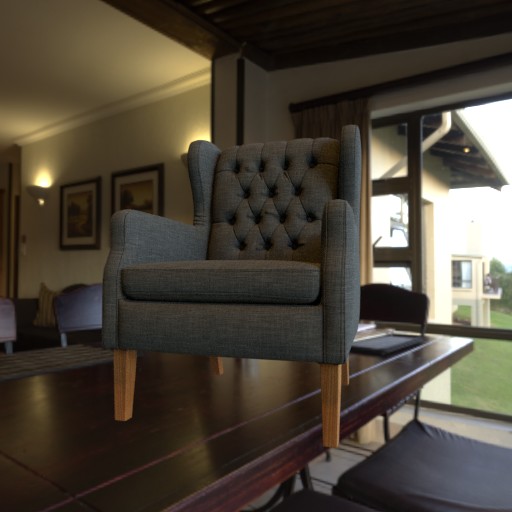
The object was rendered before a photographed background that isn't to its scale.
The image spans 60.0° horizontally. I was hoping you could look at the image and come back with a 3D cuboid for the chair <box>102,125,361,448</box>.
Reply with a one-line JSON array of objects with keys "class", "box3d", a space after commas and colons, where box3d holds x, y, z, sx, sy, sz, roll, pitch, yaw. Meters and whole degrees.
[{"class": "chair", "box3d": [0.000, 0.000, 1.502, 0.711, 0.953, 0.775, 0, -2, 18]}]
